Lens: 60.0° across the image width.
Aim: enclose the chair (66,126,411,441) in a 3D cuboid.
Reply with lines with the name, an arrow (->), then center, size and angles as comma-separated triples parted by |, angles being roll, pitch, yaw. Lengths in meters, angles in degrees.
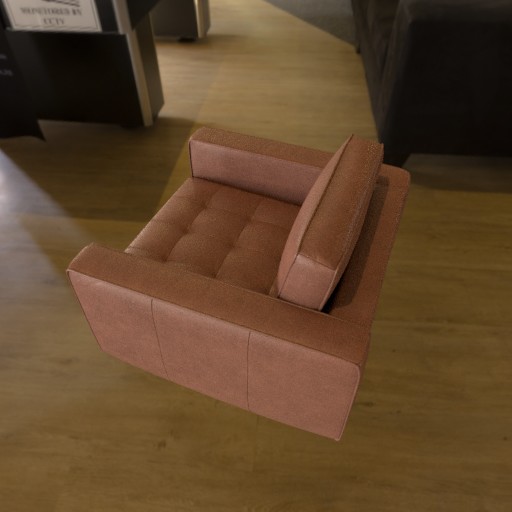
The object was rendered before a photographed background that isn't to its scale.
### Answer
chair -> 0.000, 0.000, 1.578 | 0.900, 0.770, 0.920 | 16, 47, 15
